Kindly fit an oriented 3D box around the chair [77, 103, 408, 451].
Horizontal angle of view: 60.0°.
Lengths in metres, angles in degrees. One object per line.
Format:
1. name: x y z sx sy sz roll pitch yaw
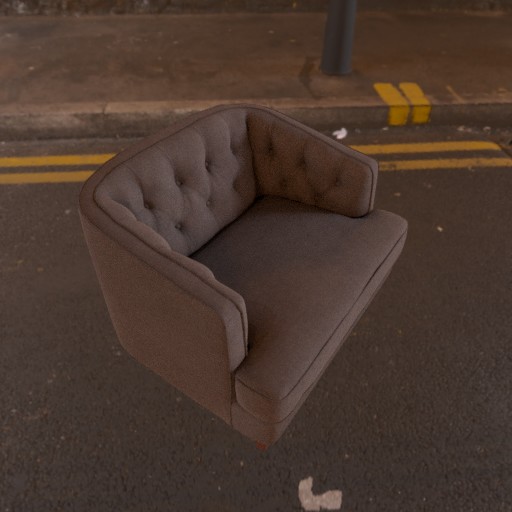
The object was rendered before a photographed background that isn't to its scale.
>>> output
1. chair: 0.000 0.000 1.811 0.941 0.852 1.104 24 46 25
